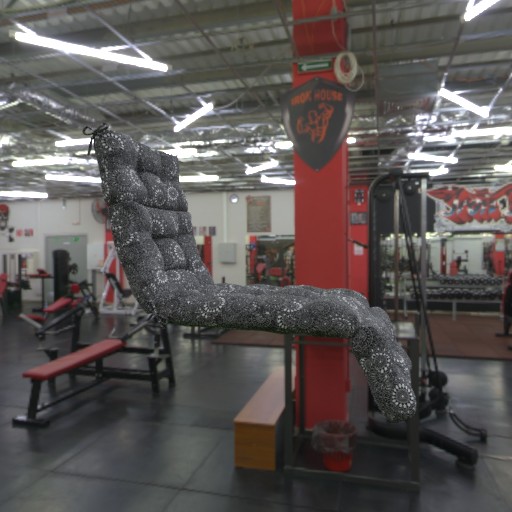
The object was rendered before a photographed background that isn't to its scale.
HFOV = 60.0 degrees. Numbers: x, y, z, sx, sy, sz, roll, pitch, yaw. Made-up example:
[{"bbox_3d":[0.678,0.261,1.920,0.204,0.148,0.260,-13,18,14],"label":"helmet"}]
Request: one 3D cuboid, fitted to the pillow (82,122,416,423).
[{"bbox_3d":[0.000,0.000,1.508,1.016,0.863,0.526,0,1,18],"label":"pillow"}]
